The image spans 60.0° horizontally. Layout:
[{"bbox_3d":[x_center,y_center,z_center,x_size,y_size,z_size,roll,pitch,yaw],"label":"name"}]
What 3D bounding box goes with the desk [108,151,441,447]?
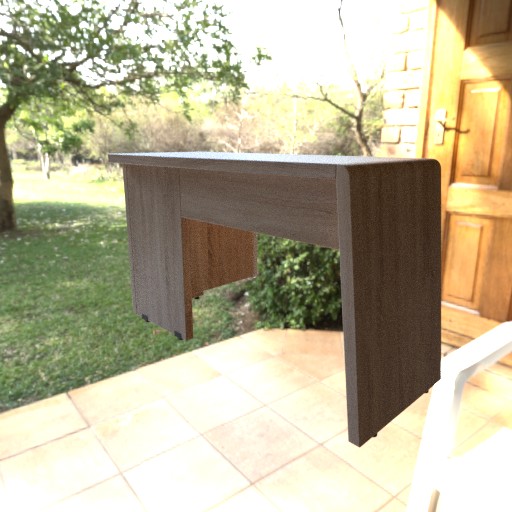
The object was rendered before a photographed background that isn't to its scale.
[{"bbox_3d":[0.000,0.000,1.704,0.500,0.750,1.300,-14,20,-43],"label":"desk"}]
